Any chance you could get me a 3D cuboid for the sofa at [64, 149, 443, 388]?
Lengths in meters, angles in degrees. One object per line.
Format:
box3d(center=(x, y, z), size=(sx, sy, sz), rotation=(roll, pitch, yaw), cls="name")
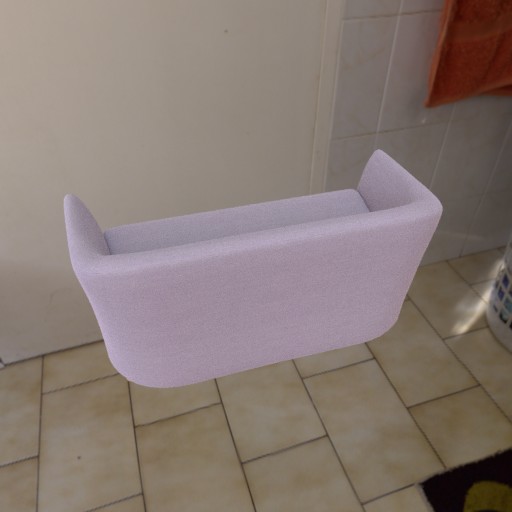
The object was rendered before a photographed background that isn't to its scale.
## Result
box3d(center=(0.000, 0.000, 1.868), size=(1.452, 0.721, 0.705), rotation=(-11, 42, -12), cls="sofa")
